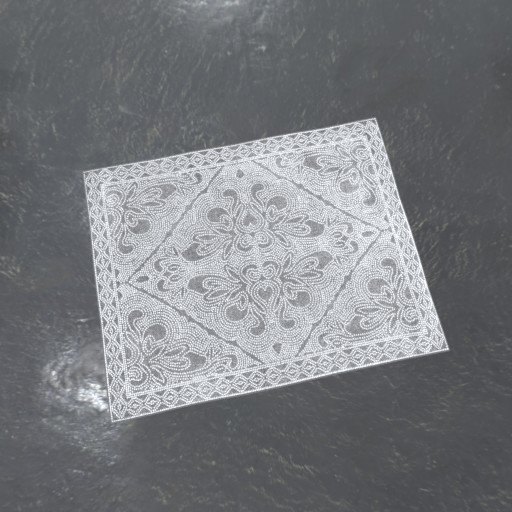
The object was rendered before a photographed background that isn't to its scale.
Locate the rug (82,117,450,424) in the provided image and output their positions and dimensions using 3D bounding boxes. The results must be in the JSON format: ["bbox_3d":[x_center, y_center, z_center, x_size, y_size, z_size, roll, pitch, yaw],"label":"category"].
[{"bbox_3d":[0.000,0.000,4.174,3.048,0.012,2.438,-11,75,-3],"label":"rug"}]
